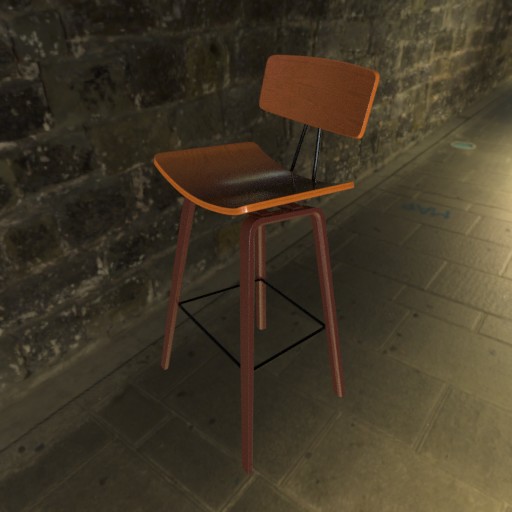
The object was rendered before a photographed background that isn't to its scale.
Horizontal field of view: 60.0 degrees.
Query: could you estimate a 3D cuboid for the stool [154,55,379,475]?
[{"bbox_3d":[0.000,0.000,1.223,0.440,0.969,0.509,-22,37,-31],"label":"stool"}]
